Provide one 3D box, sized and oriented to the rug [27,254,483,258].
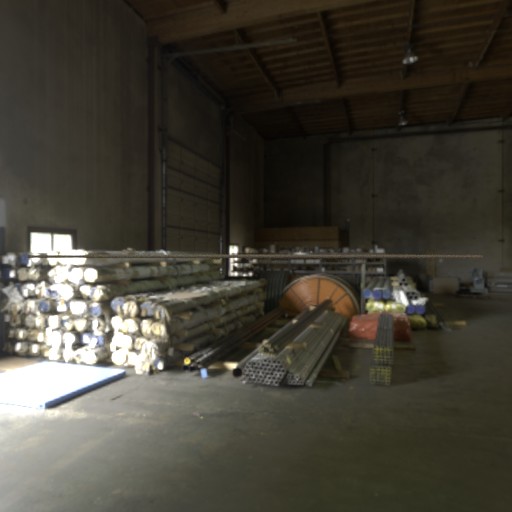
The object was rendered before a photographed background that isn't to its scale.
[{"bbox_3d":[0.000,0.000,2.150,1.677,0.011,1.066,0,0,2],"label":"rug"}]
